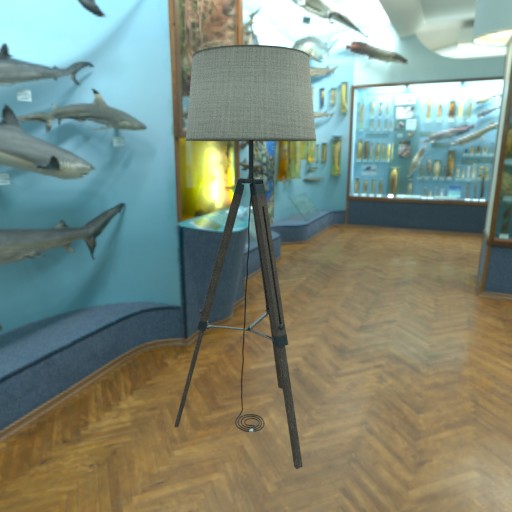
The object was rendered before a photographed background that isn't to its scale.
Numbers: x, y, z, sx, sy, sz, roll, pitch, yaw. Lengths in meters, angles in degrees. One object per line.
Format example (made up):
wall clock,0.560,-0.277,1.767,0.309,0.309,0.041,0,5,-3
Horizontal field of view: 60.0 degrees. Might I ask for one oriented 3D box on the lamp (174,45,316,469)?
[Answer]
lamp,0.000,0.000,1.838,0.604,1.510,0.587,7,15,25
